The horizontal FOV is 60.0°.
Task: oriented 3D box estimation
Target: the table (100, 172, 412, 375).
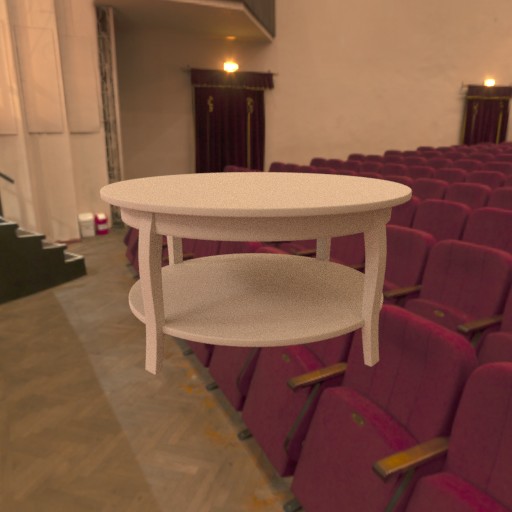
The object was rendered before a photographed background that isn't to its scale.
[{"bbox_3d":[0.000,0.000,1.426,0.910,0.457,0.910,0,15,0],"label":"table"}]
